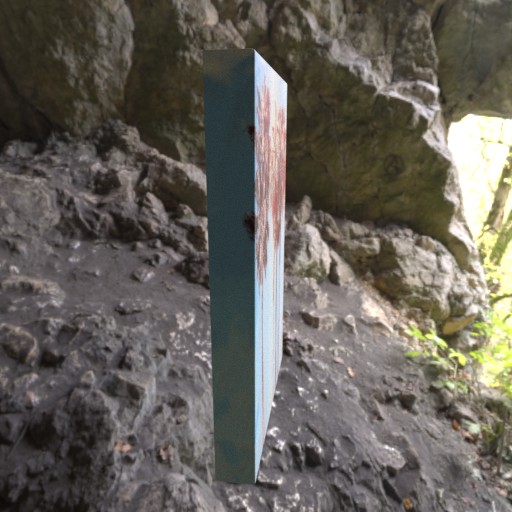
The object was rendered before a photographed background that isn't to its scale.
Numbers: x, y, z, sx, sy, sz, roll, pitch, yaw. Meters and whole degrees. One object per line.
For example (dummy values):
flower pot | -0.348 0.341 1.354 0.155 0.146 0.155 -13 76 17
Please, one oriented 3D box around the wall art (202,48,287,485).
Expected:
wall art | 0.000 0.000 0.489 0.039 0.380 0.251 3 16 9
